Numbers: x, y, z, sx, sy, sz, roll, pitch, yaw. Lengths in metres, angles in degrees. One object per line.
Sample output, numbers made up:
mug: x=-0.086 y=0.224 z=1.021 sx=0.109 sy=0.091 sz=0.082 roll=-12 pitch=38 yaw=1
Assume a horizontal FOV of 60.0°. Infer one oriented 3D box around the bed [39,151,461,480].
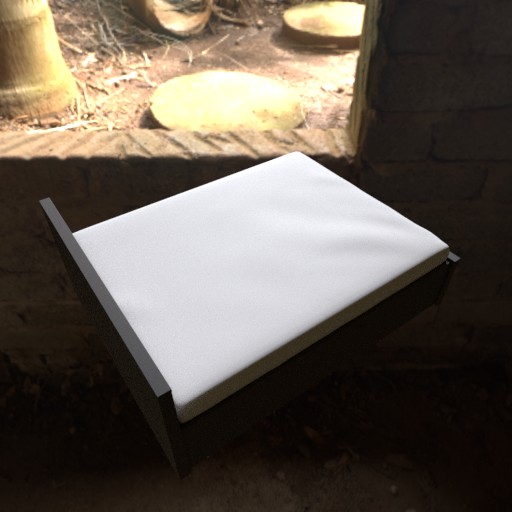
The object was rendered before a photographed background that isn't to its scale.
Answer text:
bed: x=0.000 y=0.000 z=2.943 sx=2.103 sy=0.808 sz=1.634 roll=-25 pitch=48 yaw=-26
